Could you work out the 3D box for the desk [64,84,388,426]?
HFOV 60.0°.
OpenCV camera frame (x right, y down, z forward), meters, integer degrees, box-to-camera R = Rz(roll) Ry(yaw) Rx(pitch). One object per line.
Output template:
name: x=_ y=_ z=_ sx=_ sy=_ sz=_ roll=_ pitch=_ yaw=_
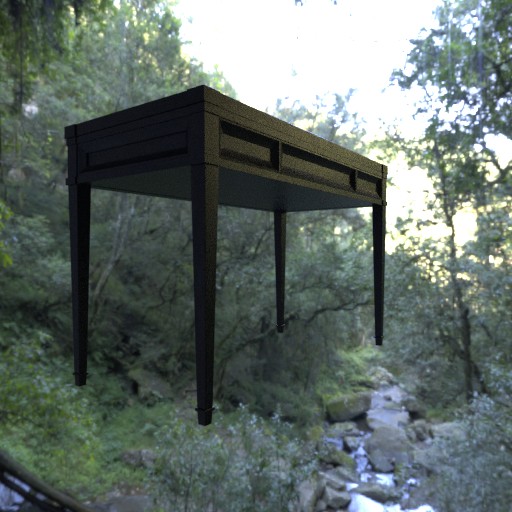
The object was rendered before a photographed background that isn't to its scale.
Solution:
desk: x=0.000 y=0.000 z=1.804 sx=0.630 sy=0.861 sz=1.289 roll=0 pitch=1 yaw=36
